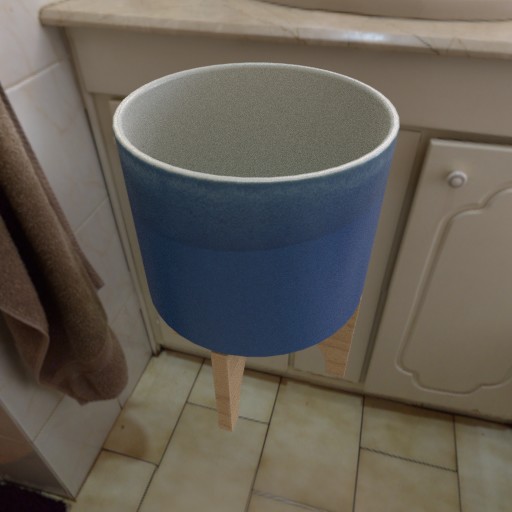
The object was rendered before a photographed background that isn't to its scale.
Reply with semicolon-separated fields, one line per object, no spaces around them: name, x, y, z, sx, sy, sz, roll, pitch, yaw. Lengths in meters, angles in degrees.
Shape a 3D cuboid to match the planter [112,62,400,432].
planter;0.000;0.000;0.534;0.261;0.367;0.261;0;41;0
